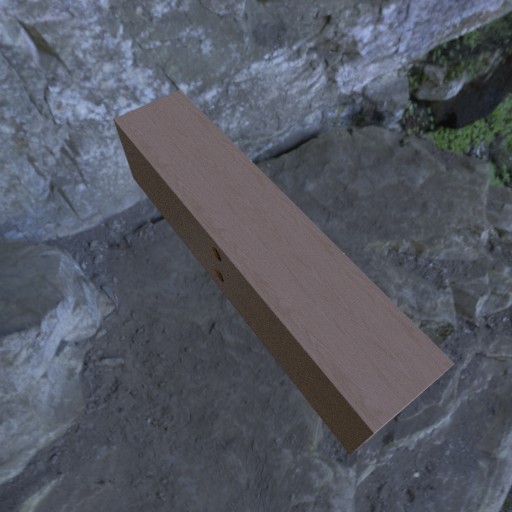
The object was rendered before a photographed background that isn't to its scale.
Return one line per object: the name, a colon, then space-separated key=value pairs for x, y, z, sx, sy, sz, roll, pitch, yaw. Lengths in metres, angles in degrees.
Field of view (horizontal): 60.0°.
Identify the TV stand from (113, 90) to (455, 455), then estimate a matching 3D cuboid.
TV stand: x=0.000 y=0.000 z=2.041 sx=0.400 sy=0.580 sz=1.760 roll=-32 pitch=63 yaw=-19
